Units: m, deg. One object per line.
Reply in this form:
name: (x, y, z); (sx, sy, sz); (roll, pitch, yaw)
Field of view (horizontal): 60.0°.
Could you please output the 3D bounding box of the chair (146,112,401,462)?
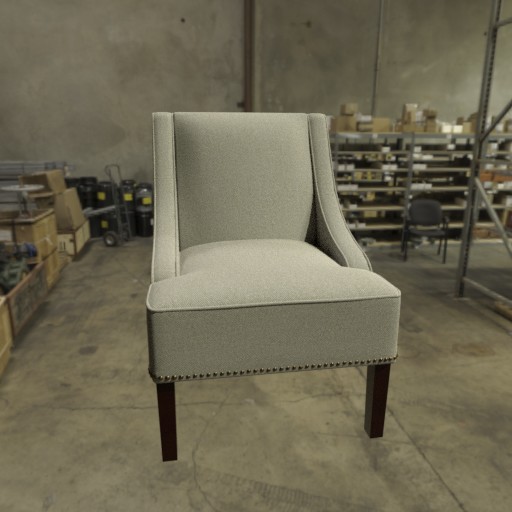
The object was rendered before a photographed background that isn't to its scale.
chair: (0.000, 0.000, 1.366); (0.628, 0.872, 0.748); (-2, 15, -9)
